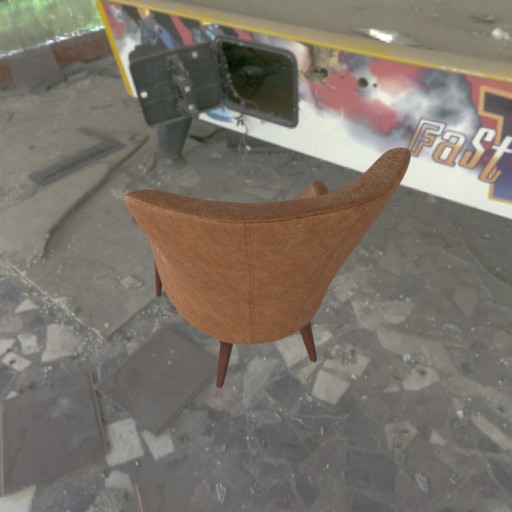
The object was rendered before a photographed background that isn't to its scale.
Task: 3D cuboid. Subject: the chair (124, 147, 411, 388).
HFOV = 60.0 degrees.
[{"bbox_3d":[0.000,0.000,1.702,0.846,1.067,0.955,-12,43,-13],"label":"chair"}]
